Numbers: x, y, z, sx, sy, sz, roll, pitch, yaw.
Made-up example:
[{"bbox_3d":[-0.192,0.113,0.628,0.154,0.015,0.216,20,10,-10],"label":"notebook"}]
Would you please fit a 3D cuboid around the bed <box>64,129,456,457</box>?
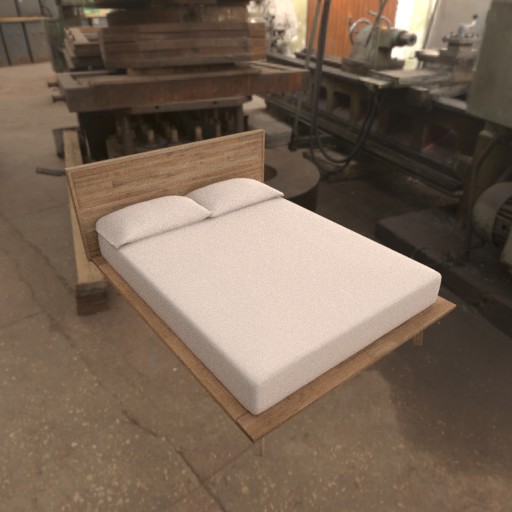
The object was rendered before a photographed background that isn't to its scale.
[{"bbox_3d":[0.000,0.000,3.122,1.759,1.071,2.145,-21,37,-32],"label":"bed"}]
